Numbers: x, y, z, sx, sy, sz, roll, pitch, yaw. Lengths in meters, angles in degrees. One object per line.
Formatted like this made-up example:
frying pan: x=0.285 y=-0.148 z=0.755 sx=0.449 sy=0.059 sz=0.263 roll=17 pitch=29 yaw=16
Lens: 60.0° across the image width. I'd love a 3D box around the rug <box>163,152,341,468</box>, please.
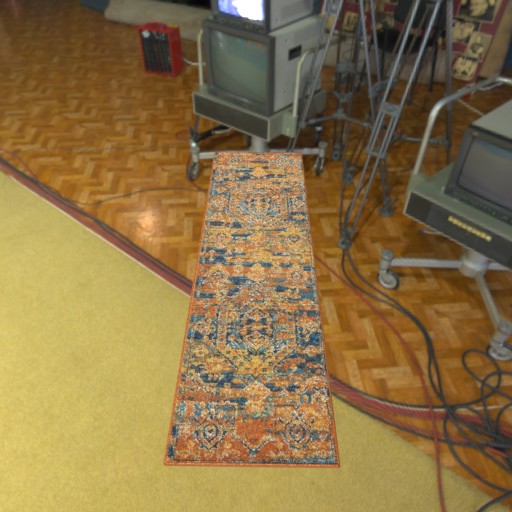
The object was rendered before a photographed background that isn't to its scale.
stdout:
rug: x=0.000 y=0.000 z=2.457 sx=0.651 sy=0.016 sz=2.274 roll=1 pitch=43 yaw=1
